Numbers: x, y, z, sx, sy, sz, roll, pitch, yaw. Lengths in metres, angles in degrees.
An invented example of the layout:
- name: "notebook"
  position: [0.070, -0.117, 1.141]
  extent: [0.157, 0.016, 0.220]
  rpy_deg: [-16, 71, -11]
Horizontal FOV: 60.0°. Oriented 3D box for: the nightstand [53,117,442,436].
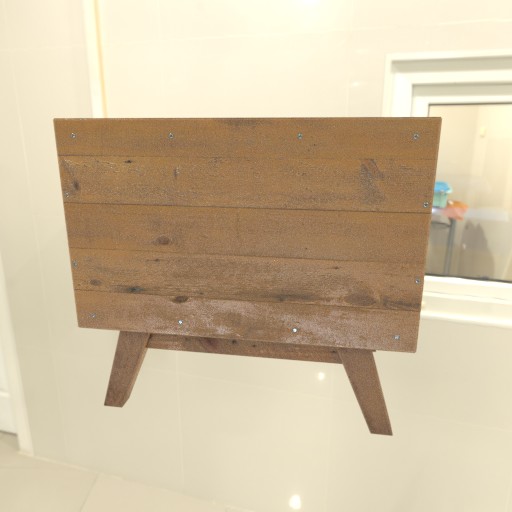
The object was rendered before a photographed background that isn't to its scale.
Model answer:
- name: "nightstand"
  position: [0.000, 0.000, 1.021]
  extent: [0.650, 0.599, 0.450]
  rpy_deg: [3, 16, 9]
